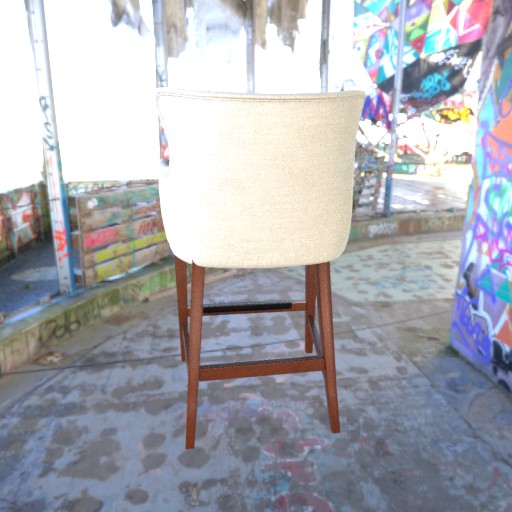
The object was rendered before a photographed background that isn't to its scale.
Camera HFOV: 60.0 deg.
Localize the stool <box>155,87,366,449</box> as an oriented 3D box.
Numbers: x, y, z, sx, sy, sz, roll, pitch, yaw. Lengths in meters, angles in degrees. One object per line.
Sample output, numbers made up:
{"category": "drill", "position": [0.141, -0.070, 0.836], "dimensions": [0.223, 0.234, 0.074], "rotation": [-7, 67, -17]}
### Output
{"category": "stool", "position": [0.000, 0.000, 1.427], "dimensions": [0.615, 0.987, 0.637], "rotation": [-2, 15, -8]}
